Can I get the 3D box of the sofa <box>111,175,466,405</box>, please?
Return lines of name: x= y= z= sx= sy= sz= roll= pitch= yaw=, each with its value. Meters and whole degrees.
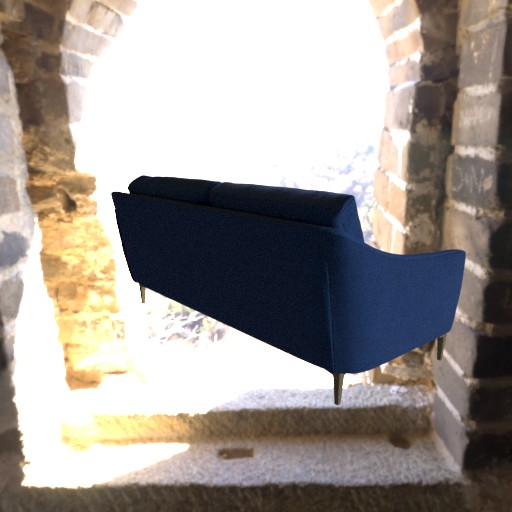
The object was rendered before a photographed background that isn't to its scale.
sofa: x=0.000 y=0.000 z=2.606 sx=0.960 sy=0.903 sz=2.036 roll=-13 pitch=19 yaw=-41
